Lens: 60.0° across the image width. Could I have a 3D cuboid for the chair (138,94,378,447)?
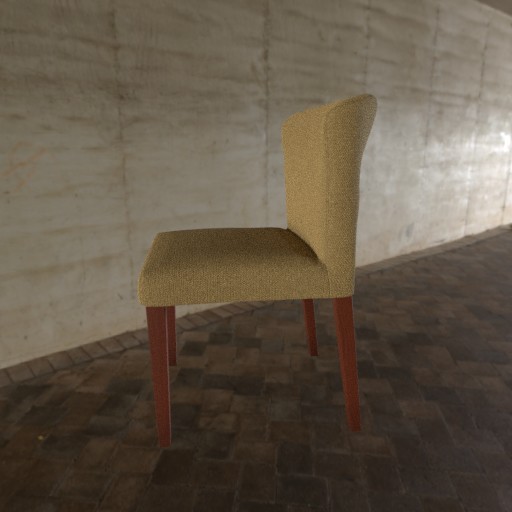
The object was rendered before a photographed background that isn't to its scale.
[{"bbox_3d":[0.000,0.000,1.220,0.589,0.839,0.491,-2,15,-7],"label":"chair"}]
